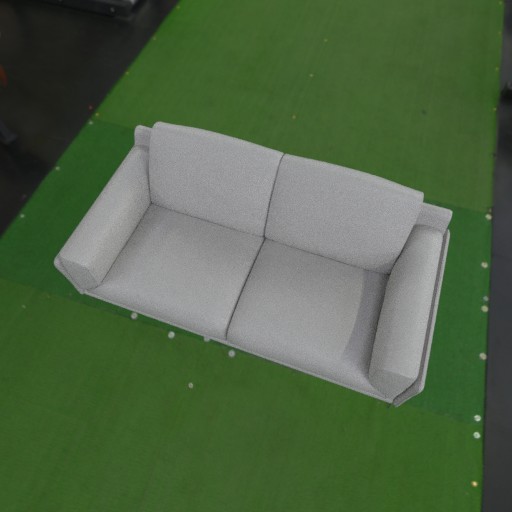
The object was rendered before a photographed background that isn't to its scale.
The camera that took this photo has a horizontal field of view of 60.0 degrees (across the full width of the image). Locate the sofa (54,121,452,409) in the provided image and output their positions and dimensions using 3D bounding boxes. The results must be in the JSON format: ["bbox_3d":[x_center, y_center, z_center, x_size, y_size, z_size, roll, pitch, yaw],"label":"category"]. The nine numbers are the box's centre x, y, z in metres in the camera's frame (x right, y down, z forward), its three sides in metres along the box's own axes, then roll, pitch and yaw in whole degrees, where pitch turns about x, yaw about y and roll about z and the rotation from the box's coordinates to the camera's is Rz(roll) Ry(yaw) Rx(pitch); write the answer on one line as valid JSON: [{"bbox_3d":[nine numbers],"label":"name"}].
[{"bbox_3d":[0.000,0.000,2.669,2.101,0.930,1.049,18,61,10],"label":"sofa"}]
